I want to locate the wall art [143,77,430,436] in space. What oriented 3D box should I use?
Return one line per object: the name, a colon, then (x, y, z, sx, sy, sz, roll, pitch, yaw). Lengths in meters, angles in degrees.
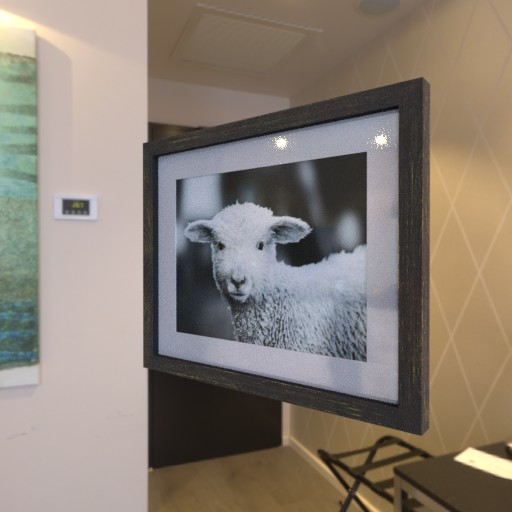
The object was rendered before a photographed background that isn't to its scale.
wall art: (0.000, 0.000, 0.747, 0.558, 0.457, 0.032, 0, 1, 38)
